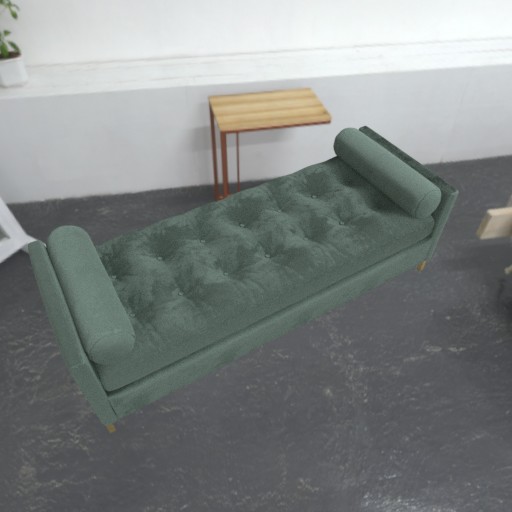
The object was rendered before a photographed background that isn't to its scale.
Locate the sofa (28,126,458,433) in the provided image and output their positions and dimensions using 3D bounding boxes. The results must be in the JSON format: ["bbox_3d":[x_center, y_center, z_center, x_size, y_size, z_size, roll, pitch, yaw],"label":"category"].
[{"bbox_3d":[0.000,0.000,2.447,2.102,0.705,0.796,-23,51,-20],"label":"sofa"}]
